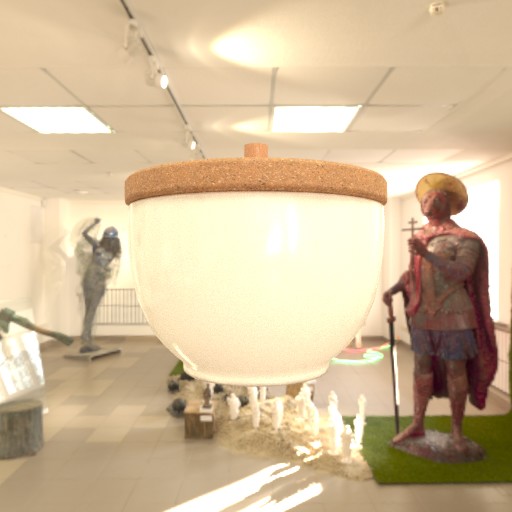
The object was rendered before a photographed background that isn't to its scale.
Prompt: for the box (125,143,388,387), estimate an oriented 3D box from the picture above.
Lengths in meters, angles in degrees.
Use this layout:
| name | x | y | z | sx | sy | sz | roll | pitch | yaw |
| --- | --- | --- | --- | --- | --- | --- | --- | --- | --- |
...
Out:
| name | x | y | z | sx | sy | sz | roll | pitch | yaw |
| --- | --- | --- | --- | --- | --- | --- | --- | --- | --- |
| box | 0.000 | 0.000 | 0.188 | 0.107 | 0.094 | 0.107 | 0 | 0 | 0 |
